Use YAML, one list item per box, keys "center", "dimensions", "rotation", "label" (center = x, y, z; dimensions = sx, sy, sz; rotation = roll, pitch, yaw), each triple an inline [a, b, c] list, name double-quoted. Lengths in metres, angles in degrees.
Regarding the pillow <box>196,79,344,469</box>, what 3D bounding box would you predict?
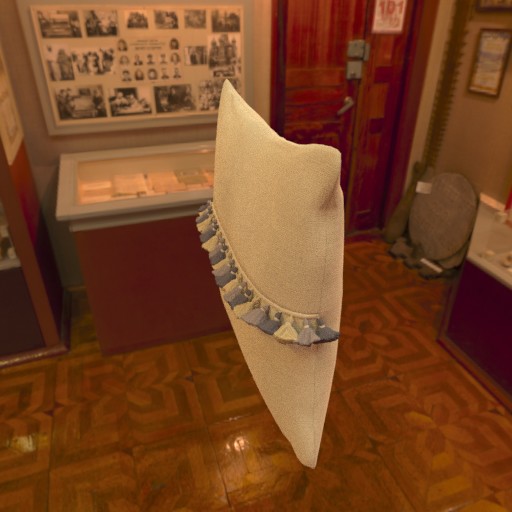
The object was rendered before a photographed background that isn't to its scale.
- center: [0.000, 0.000, 0.732]
  dimensions: [0.165, 0.481, 0.489]
  rotation: [-9, 31, -14]
  label: "pillow"
